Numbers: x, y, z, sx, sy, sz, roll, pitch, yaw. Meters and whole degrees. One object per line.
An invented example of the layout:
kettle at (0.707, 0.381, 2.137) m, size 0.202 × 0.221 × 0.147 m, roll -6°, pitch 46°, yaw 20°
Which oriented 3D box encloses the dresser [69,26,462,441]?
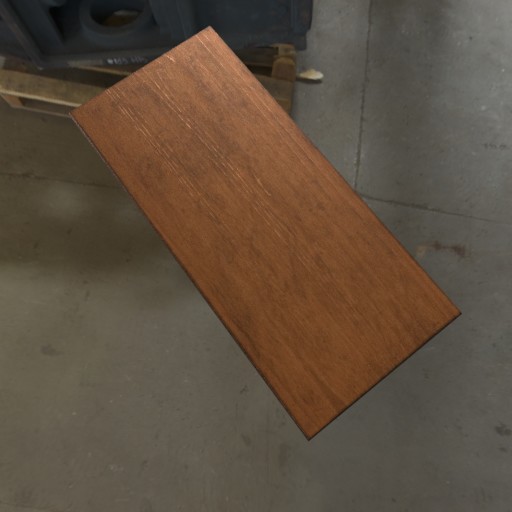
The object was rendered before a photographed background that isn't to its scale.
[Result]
dresser at (0.000, 0.000, 1.947) m, size 0.591 × 1.224 × 1.250 m, roll -36°, pitch 78°, yaw -9°
